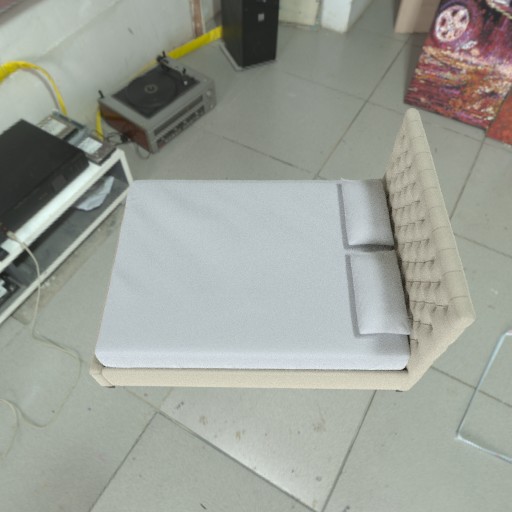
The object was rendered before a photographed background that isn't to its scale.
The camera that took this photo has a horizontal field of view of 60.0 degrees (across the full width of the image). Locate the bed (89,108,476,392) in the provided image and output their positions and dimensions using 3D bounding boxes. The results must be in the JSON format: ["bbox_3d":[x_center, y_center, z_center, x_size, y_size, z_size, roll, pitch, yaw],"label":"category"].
[{"bbox_3d":[0.000,0.000,3.370,2.387,1.427,1.698,1,57,0],"label":"bed"}]
